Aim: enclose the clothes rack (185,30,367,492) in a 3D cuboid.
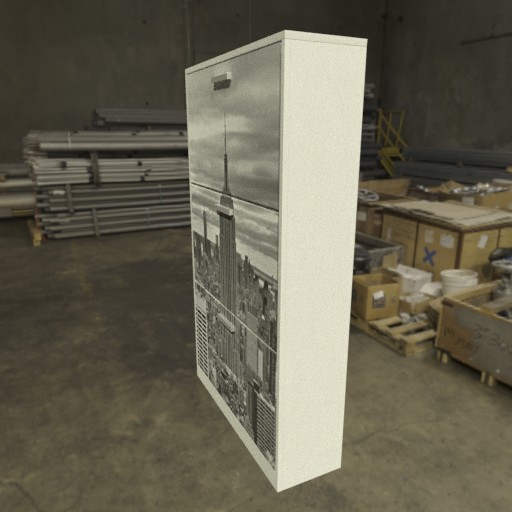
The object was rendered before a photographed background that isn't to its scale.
[{"bbox_3d":[0.000,0.000,1.547,0.250,1.280,0.750,-8,18,-25],"label":"clothes rack"}]
